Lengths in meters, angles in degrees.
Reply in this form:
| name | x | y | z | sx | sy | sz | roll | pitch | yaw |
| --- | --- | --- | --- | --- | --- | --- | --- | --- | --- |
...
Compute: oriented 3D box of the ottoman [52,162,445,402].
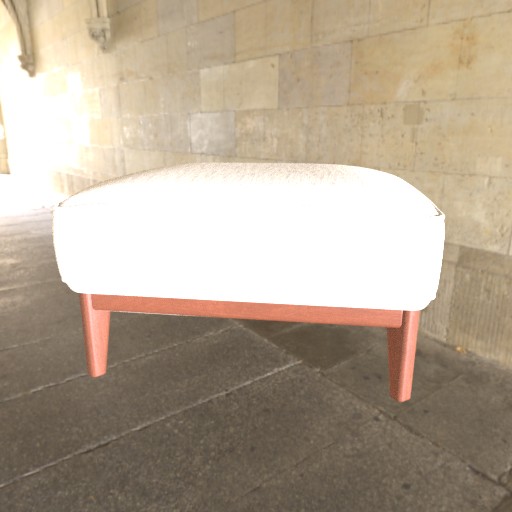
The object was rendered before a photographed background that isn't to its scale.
| name | x | y | z | sx | sy | sz | roll | pitch | yaw |
| --- | --- | --- | --- | --- | --- | --- | --- | --- | --- |
| ottoman | 0.000 | 0.000 | 1.166 | 0.794 | 0.465 | 0.594 | 2 | 16 | 8 |
